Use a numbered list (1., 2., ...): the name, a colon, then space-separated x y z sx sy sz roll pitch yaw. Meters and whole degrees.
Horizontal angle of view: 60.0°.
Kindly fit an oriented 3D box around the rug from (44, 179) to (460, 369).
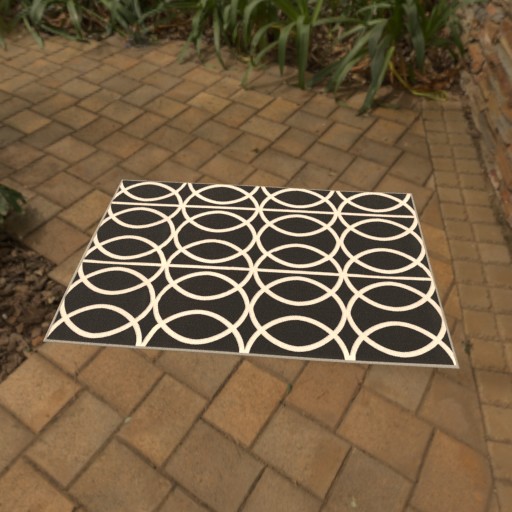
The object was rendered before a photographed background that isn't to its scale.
1. rug: 0.000 0.000 2.946 2.294 0.014 1.528 3 46 3
